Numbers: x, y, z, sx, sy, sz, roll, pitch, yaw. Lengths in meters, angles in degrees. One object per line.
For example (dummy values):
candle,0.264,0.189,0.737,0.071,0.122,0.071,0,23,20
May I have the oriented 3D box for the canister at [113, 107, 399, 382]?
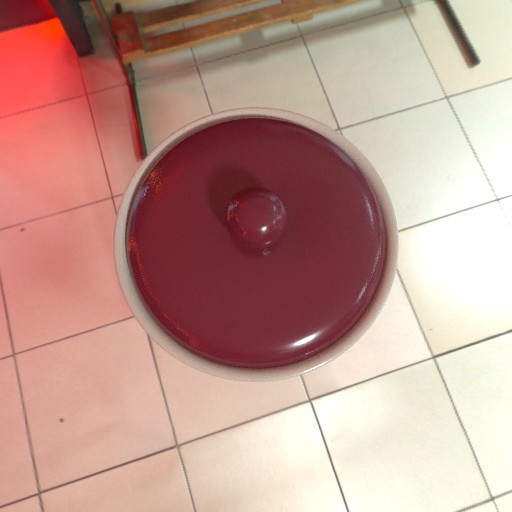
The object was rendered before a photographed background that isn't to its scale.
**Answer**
canister,0.000,0.000,0.339,0.182,0.208,0.182,0,76,0
